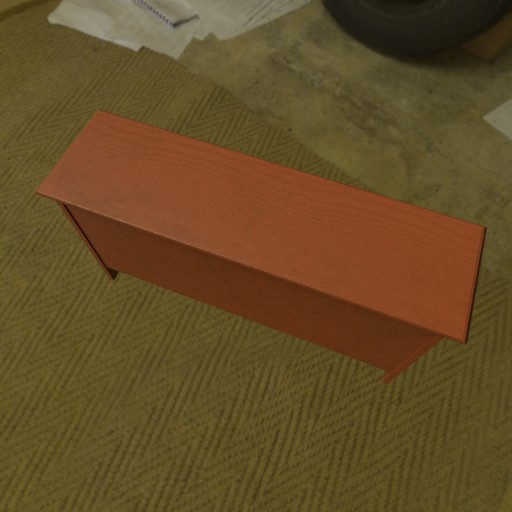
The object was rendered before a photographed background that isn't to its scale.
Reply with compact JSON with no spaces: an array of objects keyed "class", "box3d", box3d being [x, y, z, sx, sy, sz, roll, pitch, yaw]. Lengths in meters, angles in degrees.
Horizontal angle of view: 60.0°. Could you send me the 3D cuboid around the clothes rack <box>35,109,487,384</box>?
[{"class":"clothes rack","box3d":[0.000,0.000,1.519,1.251,0.594,0.362,19,64,10]}]
